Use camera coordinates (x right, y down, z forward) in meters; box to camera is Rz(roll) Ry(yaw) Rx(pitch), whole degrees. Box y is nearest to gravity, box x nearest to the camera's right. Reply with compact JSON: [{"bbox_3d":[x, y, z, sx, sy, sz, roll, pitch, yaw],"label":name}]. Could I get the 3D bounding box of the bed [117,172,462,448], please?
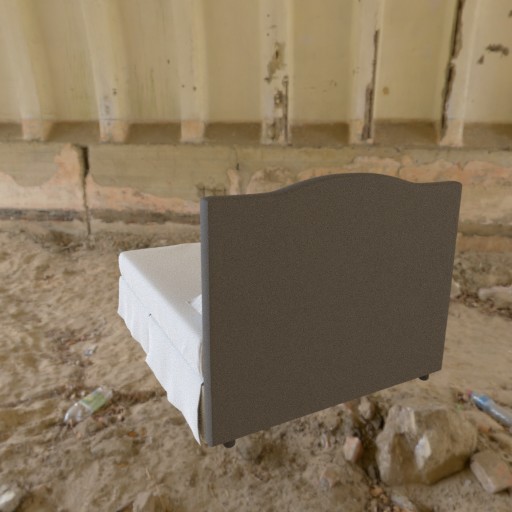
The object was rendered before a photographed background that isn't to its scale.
[{"bbox_3d":[0.000,0.000,3.487,1.821,1.436,2.282,-8,17,-27],"label":"bed"}]
